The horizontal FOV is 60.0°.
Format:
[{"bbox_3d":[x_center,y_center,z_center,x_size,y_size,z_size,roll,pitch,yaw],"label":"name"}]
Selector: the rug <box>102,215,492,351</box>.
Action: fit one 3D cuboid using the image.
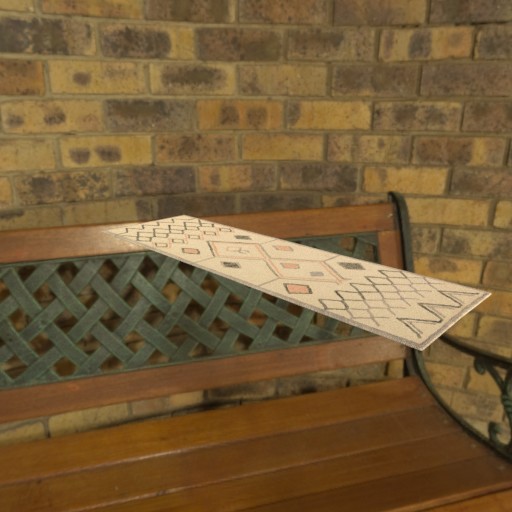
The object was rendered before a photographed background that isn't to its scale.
[{"bbox_3d":[0.000,0.000,2.683,2.435,0.011,0.750,17,24,42],"label":"rug"}]
